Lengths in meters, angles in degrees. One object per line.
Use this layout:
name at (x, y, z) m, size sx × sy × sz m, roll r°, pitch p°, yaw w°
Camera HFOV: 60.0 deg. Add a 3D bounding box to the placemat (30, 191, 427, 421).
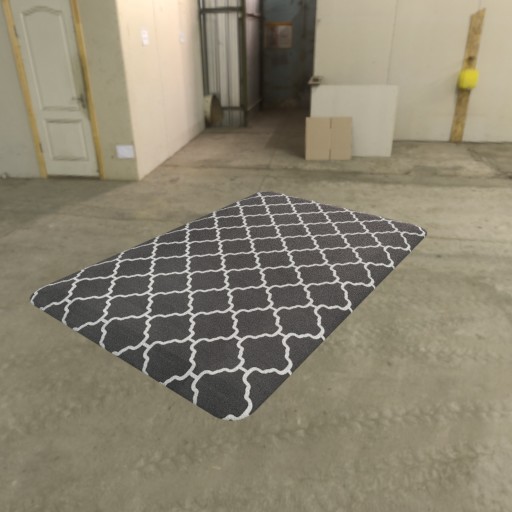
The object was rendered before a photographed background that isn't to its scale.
placemat at (0.000, 0.000, 0.948) m, size 0.508 × 0.021 × 0.762 m, roll 19°, pitch 32°, yaw 32°
